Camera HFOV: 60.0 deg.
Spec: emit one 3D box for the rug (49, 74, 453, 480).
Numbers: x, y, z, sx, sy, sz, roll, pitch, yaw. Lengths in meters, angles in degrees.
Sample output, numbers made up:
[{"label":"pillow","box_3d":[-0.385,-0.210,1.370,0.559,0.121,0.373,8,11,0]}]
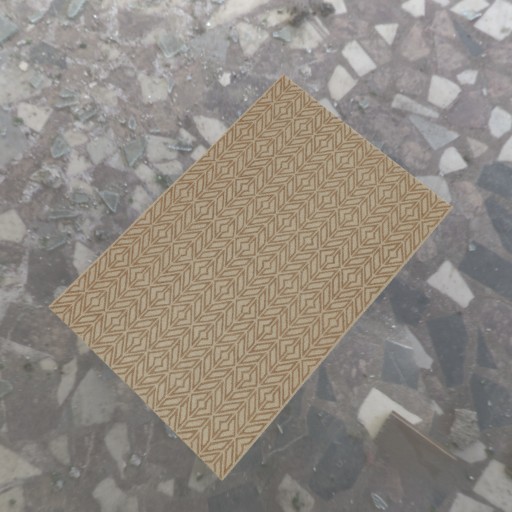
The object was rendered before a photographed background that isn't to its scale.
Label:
[{"label":"rug","box_3d":[0.000,0.000,2.333,1.220,0.007,1.828,41,80,9]}]
